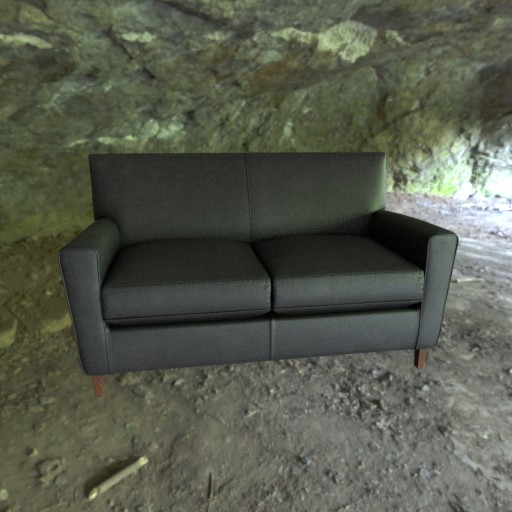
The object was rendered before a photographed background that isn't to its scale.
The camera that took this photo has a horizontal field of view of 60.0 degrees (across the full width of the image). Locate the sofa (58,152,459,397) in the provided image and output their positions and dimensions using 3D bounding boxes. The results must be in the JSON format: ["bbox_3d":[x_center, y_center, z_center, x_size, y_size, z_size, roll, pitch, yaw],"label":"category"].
[{"bbox_3d":[0.000,0.000,1.973,1.473,0.871,0.787,-3,16,-9],"label":"sofa"}]
